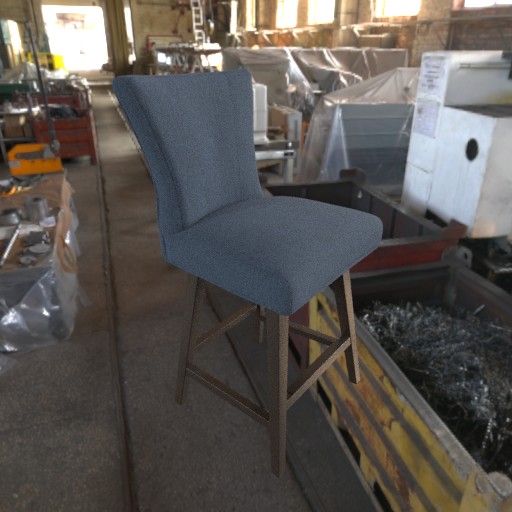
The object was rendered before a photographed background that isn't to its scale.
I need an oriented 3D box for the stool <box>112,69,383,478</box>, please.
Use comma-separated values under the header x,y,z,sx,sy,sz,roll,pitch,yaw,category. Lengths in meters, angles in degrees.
x,y,z,sx,sy,sz,roll,pitch,yaw,category
0.000,0.000,1.316,0.574,1.000,0.514,18,31,34,stool
